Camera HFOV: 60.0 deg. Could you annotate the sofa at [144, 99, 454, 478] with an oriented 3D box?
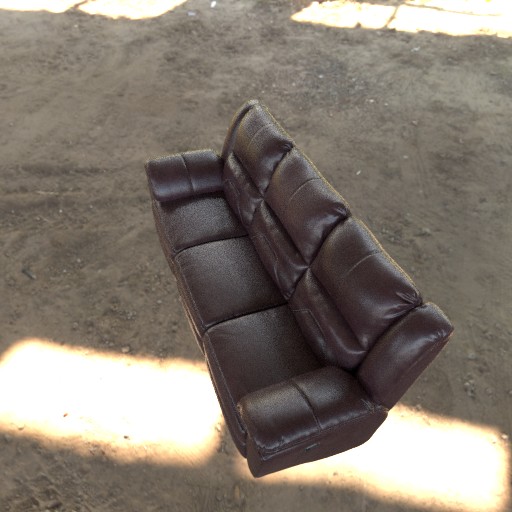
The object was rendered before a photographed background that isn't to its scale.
[{"bbox_3d":[0.000,0.000,2.784,0.991,1.043,2.337,-16,49,-15],"label":"sofa"}]
